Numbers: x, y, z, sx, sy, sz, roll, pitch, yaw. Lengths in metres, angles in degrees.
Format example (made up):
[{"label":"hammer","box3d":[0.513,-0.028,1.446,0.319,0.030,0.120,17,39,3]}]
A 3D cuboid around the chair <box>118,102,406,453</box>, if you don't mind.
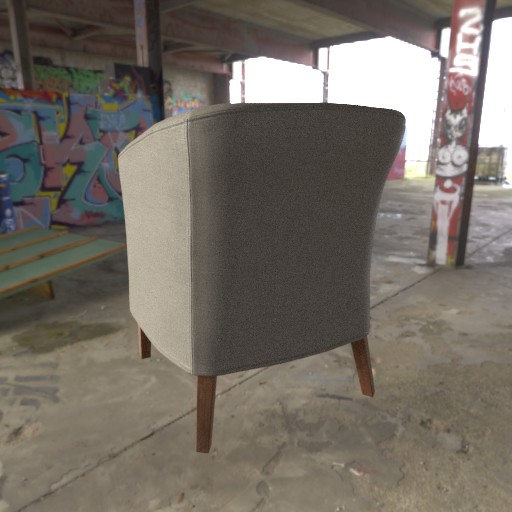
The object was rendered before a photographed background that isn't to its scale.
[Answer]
[{"label":"chair","box3d":[0.000,0.000,1.235,0.600,0.771,0.668,-8,17,-27]}]
